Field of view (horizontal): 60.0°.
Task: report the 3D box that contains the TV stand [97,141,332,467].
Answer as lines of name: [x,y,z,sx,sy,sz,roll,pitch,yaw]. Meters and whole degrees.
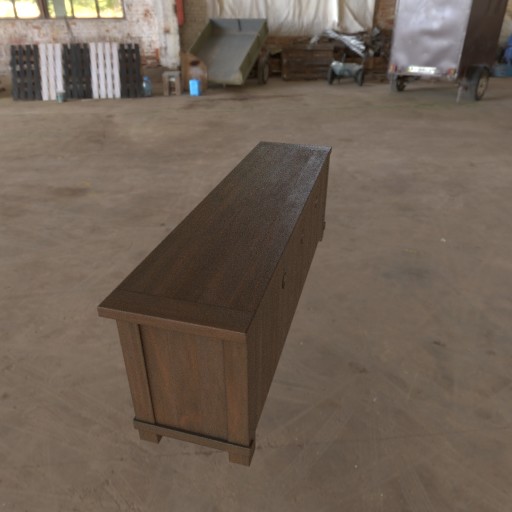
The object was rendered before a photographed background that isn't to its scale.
TV stand: [0.000,0.000,2.184,0.471,0.615,1.866,8,31,13]
